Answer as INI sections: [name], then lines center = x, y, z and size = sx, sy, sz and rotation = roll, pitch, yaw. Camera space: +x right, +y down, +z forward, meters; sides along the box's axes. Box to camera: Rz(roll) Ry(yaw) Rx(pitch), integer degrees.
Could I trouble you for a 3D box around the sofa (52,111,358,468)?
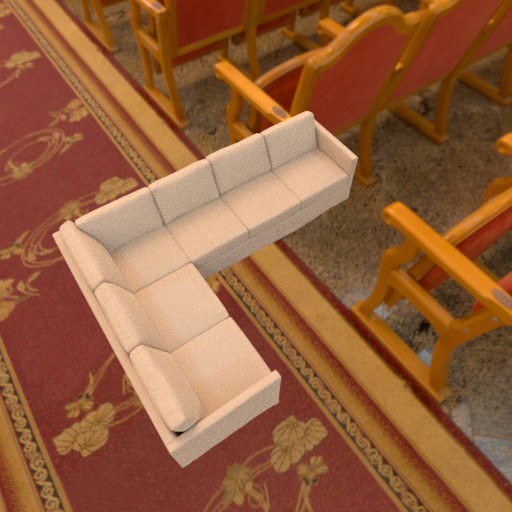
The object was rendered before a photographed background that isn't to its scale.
[sofa]
center = 0.000, 0.000, 4.460
size = 3.182, 0.871, 2.432
rotation = -30, 61, -18
